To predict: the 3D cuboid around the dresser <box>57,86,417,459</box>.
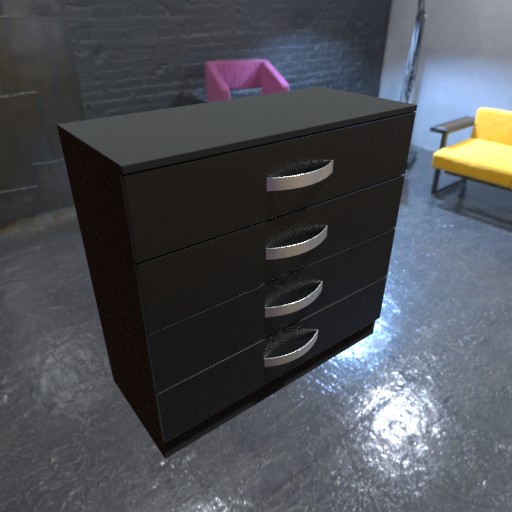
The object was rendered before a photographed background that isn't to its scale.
[{"bbox_3d":[0.000,0.000,1.159,0.750,0.720,0.360,-21,36,-32],"label":"dresser"}]
